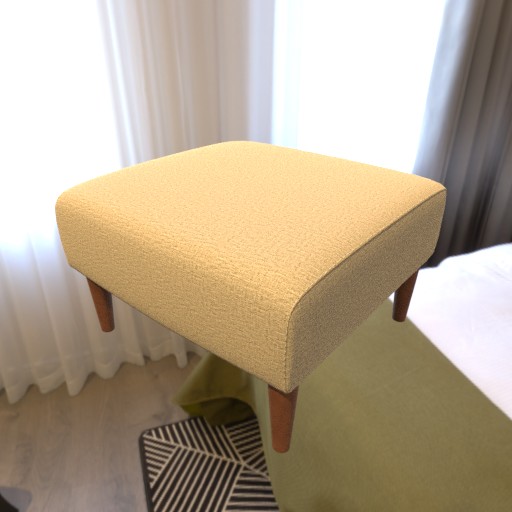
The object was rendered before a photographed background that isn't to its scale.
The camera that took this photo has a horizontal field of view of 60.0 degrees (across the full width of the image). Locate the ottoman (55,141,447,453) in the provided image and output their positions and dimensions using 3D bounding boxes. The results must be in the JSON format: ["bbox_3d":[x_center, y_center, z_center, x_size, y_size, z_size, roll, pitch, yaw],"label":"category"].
[{"bbox_3d":[0.000,0.000,1.059,0.650,0.398,0.649,21,35,34],"label":"ottoman"}]
